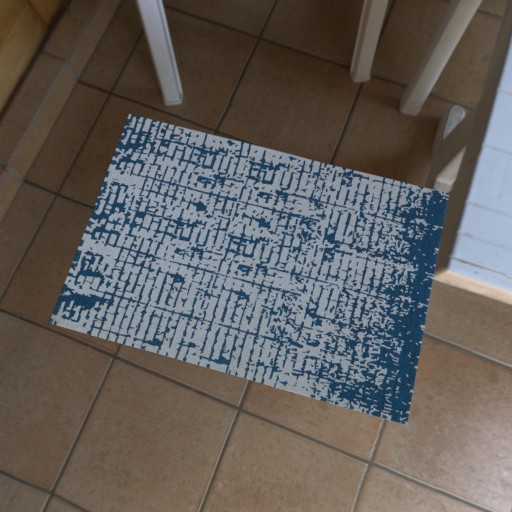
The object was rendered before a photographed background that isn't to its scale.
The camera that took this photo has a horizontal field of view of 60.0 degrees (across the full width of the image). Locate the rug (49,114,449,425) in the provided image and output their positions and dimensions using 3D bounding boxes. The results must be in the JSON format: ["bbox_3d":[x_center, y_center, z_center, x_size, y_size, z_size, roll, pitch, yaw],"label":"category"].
[{"bbox_3d":[0.000,0.000,2.311,1.828,0.007,1.220,15,77,4],"label":"rug"}]
